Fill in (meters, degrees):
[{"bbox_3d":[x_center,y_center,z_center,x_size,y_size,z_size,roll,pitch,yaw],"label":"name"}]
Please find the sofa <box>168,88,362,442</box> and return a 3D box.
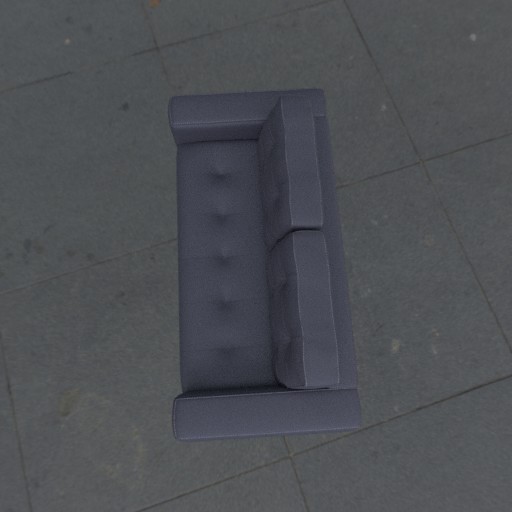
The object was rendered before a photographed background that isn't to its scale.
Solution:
[{"bbox_3d":[0.000,0.000,2.292,0.833,0.893,1.726,-3,75,-1],"label":"sofa"}]
